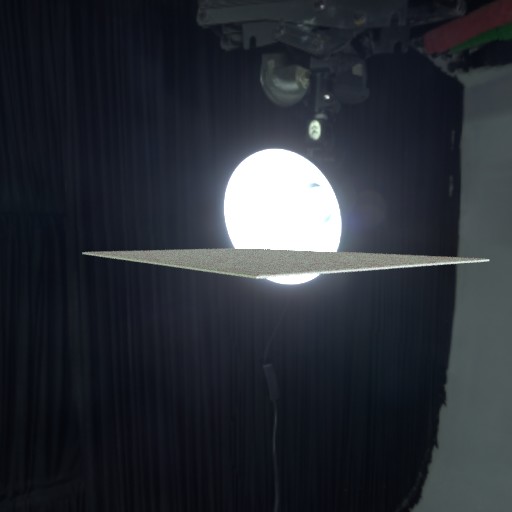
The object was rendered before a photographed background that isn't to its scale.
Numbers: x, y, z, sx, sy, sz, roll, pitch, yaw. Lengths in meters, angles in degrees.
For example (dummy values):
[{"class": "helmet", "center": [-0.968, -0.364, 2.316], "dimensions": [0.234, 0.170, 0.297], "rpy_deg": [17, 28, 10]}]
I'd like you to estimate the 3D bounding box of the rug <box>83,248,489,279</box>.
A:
[{"class": "rug", "center": [0.000, 0.000, 2.873], "dimensions": [1.598, 0.014, 2.202], "rpy_deg": [-2, 4, -36]}]
